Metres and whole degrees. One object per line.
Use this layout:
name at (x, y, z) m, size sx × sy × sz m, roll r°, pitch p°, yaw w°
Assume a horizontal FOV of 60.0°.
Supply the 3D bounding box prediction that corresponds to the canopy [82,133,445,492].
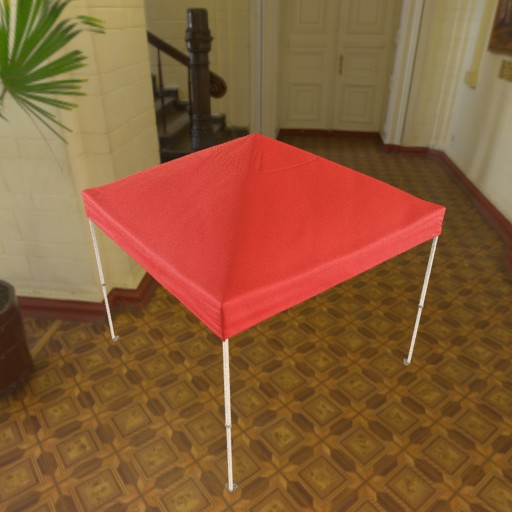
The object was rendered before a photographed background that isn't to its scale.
canopy at (0.000, 0.000, 5.440) m, size 2.996 × 2.997 × 2.998 m, roll -21°, pitch 35°, yaw -33°
